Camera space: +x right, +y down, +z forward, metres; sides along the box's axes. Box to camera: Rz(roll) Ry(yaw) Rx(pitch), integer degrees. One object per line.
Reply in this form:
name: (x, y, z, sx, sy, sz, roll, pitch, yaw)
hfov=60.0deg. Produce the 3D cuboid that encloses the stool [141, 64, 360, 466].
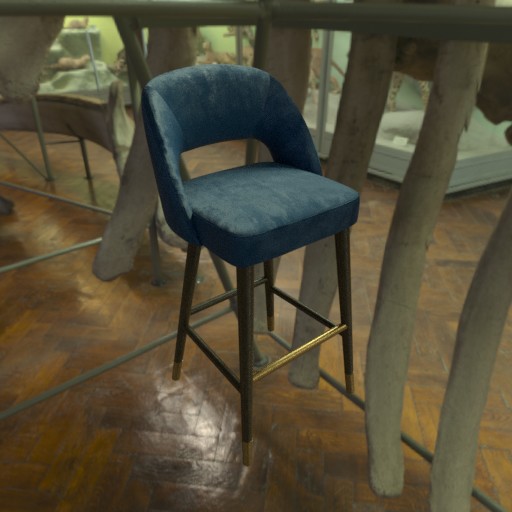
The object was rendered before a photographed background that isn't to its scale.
stool: (0.000, 0.000, 1.326, 0.514, 1.016, 0.515, -21, 36, -32)
